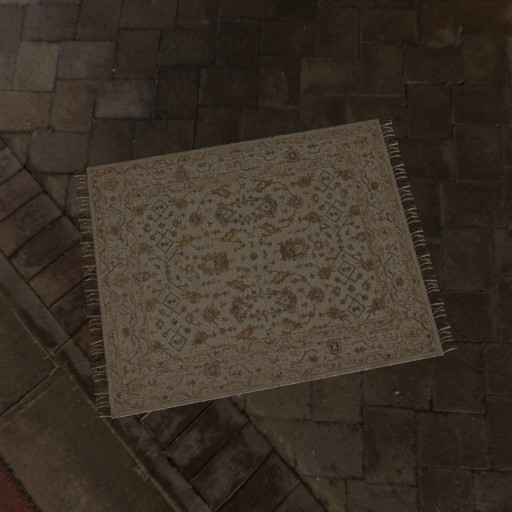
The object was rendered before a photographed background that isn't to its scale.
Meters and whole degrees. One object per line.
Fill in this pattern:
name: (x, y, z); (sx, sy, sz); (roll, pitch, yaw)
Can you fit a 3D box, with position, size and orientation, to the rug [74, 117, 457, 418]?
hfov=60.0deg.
rug: (0.000, 0.000, 2.230); (1.726, 0.009, 1.278); (-10, 76, -2)
